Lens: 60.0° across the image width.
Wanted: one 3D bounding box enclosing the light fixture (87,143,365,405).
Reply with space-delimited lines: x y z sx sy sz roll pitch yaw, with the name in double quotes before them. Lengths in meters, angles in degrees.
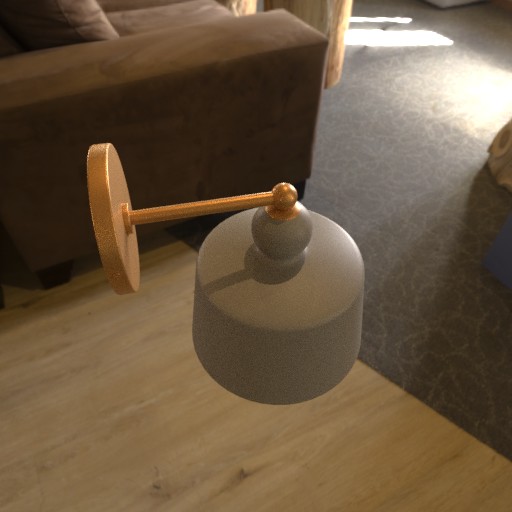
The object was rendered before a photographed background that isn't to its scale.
"light fixture" 0.000 0.000 0.442 0.254 0.268 0.204 -9 48 -8
